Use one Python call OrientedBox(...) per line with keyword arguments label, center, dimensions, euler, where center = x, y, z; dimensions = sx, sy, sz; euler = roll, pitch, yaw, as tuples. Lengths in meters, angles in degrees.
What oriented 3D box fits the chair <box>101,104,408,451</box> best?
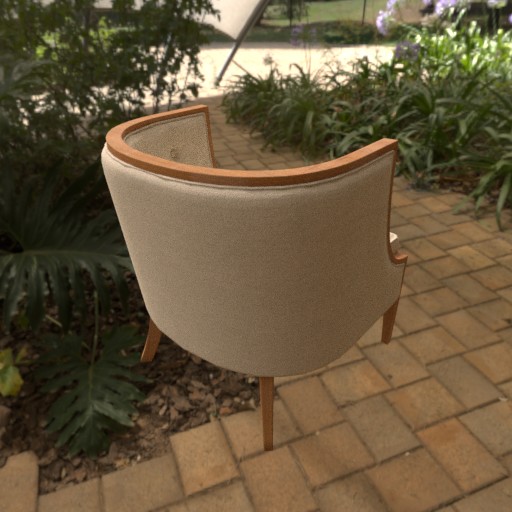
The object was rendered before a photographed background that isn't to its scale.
OrientedBox(label="chair", center=(0.000, 0.000, 1.360), dimensions=(0.711, 0.775, 0.757), euler=(22, 37, 34))
